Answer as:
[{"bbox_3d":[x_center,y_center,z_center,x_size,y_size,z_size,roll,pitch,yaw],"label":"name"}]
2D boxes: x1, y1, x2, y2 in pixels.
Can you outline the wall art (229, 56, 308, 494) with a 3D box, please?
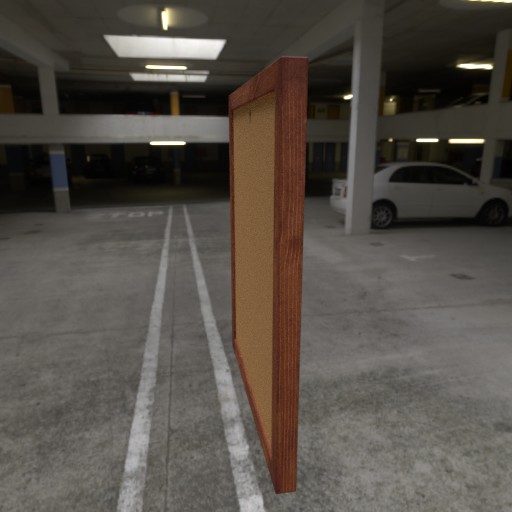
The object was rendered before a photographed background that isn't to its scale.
[{"bbox_3d":[0.000,0.000,0.760,0.030,0.558,0.462,-3,15,-10],"label":"wall art"}]
